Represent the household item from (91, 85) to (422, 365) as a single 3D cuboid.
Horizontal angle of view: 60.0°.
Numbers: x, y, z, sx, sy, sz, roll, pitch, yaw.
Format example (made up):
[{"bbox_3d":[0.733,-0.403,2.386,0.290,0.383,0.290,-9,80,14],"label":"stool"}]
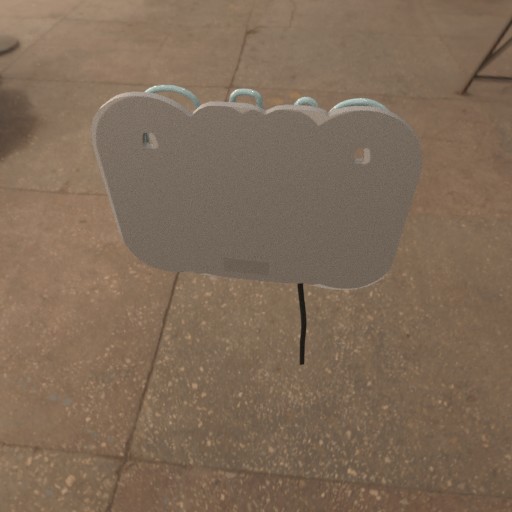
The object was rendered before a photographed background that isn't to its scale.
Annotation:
[{"bbox_3d":[0.000,0.000,0.375,0.211,0.294,0.042,5,46,5],"label":"household item"}]
